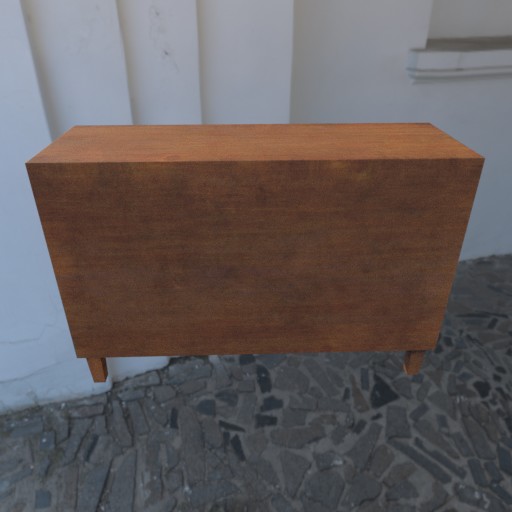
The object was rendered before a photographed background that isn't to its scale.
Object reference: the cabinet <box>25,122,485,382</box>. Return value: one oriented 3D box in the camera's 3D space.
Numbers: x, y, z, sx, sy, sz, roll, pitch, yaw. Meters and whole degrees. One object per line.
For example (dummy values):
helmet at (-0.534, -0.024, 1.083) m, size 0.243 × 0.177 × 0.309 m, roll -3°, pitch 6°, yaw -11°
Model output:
cabinet at (0.000, 0.000, 1.532) m, size 1.204 × 0.805 × 0.403 m, roll -1°, pitch 30°, yaw -2°
